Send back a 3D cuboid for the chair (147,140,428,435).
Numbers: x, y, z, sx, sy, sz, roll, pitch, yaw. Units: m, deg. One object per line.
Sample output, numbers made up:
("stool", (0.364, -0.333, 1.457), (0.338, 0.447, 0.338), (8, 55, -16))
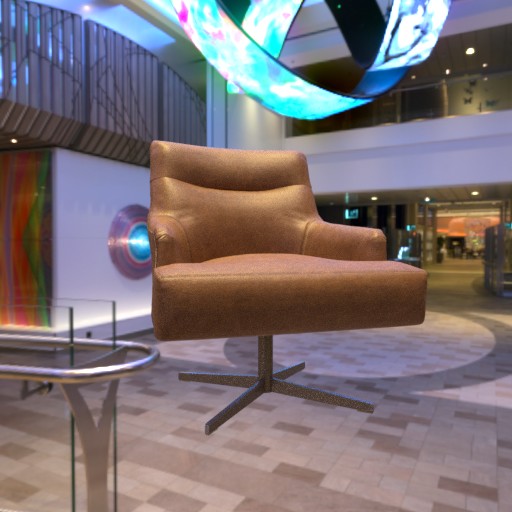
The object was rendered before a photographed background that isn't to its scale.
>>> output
("chair", (0.000, 0.000, 1.477), (0.729, 0.869, 0.874), (0, 1, -18))
